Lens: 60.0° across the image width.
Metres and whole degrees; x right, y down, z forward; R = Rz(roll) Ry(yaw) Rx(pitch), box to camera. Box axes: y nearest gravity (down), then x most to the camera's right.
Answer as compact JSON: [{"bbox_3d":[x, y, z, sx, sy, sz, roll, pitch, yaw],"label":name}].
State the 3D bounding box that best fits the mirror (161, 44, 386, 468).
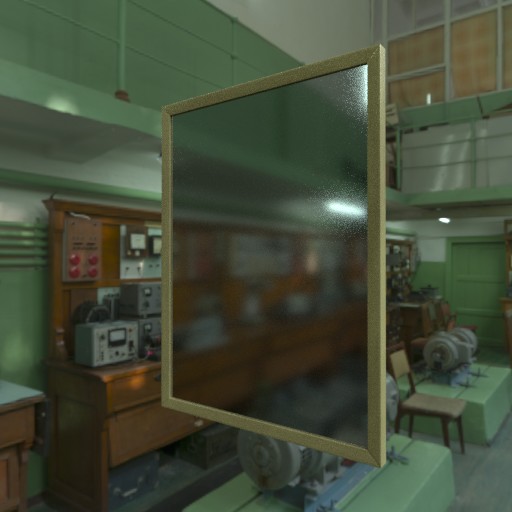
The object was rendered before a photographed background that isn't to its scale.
[{"bbox_3d":[0.000,0.000,1.298,0.762,1.016,0.040,0,0,36],"label":"mirror"}]
